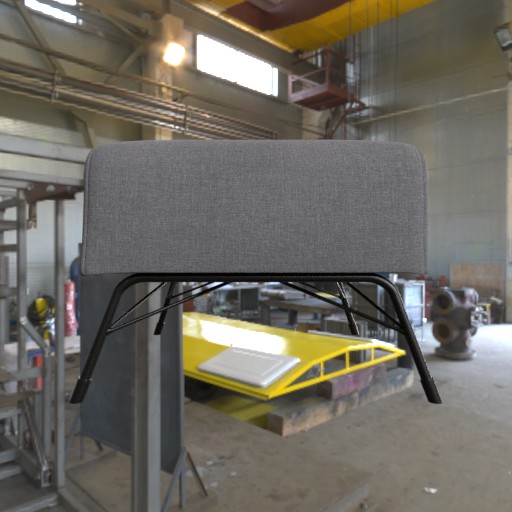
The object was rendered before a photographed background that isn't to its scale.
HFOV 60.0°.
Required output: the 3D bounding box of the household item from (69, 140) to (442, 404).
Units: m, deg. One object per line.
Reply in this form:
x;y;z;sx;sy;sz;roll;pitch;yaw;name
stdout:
0.000;0.000;0.885;0.530;0.410;0.530;0;1;0;household item
